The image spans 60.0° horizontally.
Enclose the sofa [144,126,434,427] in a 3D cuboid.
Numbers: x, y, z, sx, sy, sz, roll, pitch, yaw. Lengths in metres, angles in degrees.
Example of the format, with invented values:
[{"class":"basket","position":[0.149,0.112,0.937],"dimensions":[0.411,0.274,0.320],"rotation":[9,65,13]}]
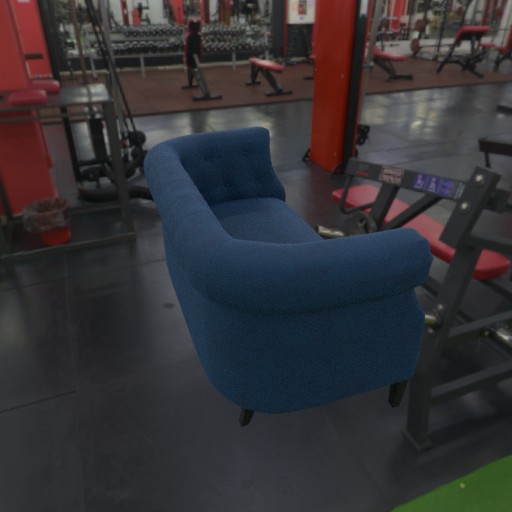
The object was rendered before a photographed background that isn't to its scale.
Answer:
[{"class":"sofa","position":[0.000,0.000,2.062],"dimensions":[0.835,0.827,1.558],"rotation":[-10,32,-17]}]
